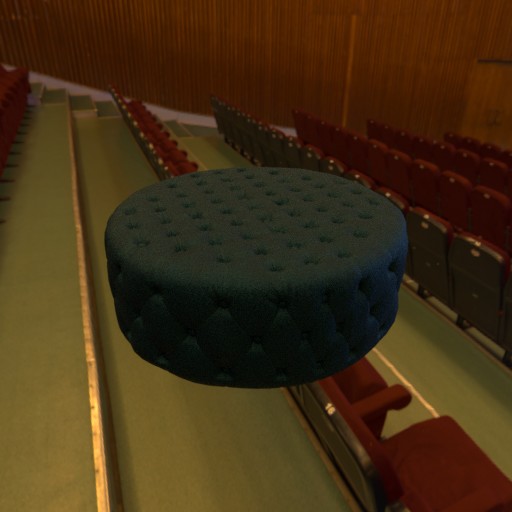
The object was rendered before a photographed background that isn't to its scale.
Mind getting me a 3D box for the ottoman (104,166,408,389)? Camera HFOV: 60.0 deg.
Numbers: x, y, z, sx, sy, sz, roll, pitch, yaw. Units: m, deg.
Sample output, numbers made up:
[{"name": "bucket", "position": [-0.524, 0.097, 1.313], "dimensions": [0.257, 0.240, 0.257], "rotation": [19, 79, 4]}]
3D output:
[{"name": "ottoman", "position": [0.000, 0.000, 1.560], "dimensions": [0.998, 0.398, 0.998], "rotation": [0, 29, 0]}]
